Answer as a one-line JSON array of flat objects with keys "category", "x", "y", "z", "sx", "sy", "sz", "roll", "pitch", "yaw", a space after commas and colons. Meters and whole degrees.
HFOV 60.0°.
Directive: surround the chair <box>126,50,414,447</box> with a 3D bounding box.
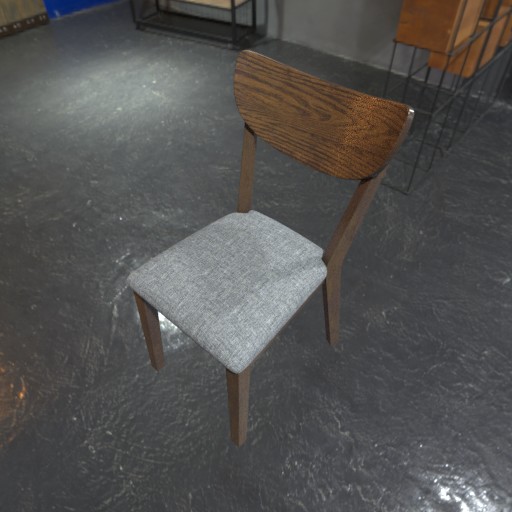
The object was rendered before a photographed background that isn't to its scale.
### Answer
[{"category": "chair", "x": 0.000, "y": 0.000, "z": 1.201, "sx": 0.491, "sy": 0.849, "sz": 0.583, "roll": 33, "pitch": 54, "yaw": 28}]
